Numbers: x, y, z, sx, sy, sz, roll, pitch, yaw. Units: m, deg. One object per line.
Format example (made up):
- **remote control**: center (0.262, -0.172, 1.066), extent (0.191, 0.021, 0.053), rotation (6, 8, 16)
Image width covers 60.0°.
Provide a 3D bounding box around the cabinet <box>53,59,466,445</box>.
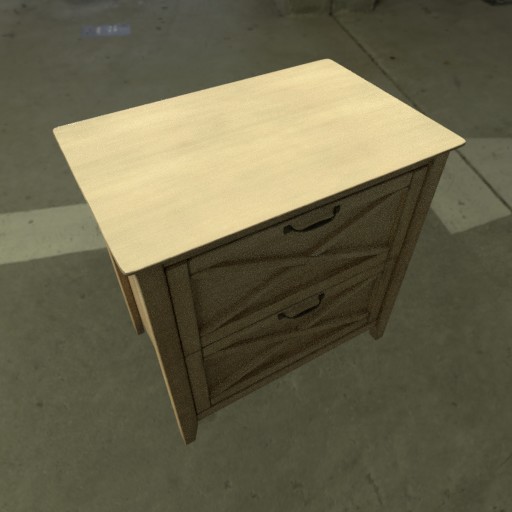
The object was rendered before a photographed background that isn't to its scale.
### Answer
- **cabinet**: center (0.000, 0.000, 1.240), extent (0.763, 0.762, 0.503), rotation (-23, 50, -20)
